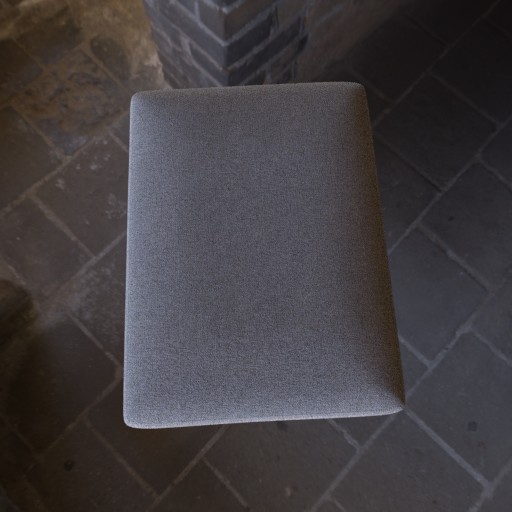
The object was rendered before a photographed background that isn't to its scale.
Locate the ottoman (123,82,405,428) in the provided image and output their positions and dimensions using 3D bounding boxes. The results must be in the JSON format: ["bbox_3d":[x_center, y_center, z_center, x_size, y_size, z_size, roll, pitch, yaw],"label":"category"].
[{"bbox_3d":[0.000,0.000,1.199,0.611,0.441,0.821,-3,75,-1],"label":"ottoman"}]
